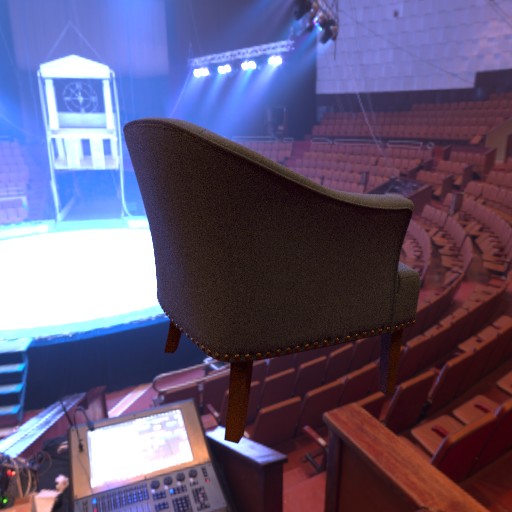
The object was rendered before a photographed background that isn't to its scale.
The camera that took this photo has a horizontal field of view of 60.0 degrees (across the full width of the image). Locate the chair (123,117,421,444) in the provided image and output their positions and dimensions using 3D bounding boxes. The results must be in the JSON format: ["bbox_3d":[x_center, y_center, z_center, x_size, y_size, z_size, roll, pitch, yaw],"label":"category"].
[{"bbox_3d":[0.000,0.000,1.395,0.704,0.815,0.798,-7,16,-26],"label":"chair"}]
